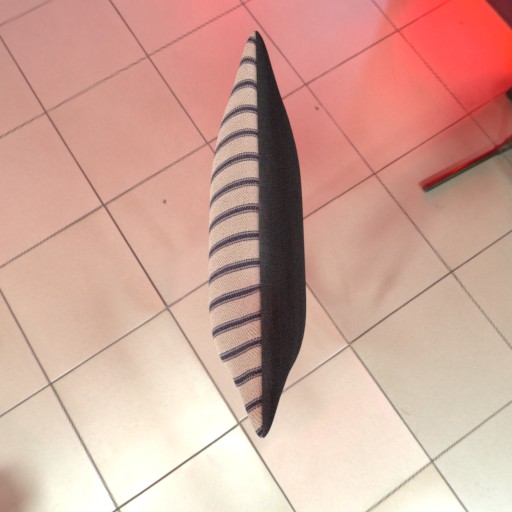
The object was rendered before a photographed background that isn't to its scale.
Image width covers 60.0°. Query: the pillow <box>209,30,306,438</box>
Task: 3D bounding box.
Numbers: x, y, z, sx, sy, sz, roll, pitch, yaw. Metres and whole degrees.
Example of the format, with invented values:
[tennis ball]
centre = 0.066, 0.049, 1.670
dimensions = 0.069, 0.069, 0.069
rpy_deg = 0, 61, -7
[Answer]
[pillow]
centre = 0.000, 0.000, 0.692
dimensions = 0.138, 0.444, 0.468
rpy_deg = -1, 77, 0
